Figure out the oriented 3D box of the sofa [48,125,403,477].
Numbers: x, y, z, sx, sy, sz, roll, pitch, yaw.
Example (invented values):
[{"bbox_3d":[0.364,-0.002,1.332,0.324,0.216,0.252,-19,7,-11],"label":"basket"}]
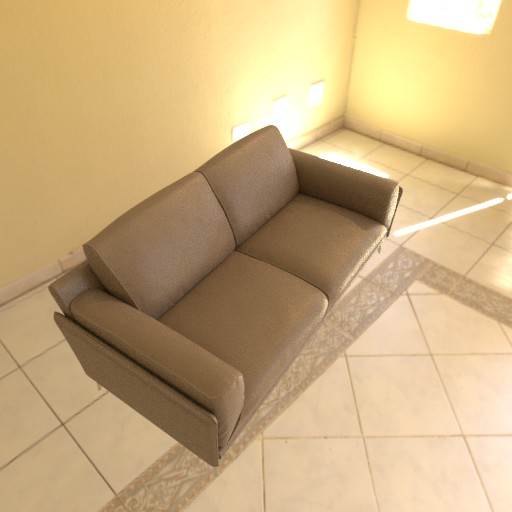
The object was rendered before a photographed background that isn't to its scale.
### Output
[{"bbox_3d":[0.000,0.000,2.675,1.049,0.930,2.101,24,46,25],"label":"sofa"}]
